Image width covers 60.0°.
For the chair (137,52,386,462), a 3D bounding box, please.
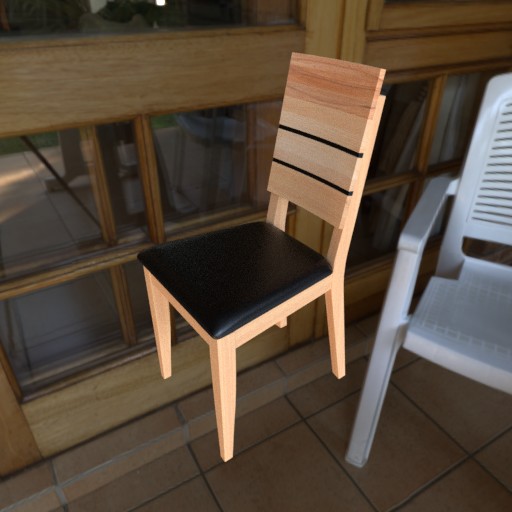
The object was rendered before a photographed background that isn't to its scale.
[{"bbox_3d":[0.000,0.000,1.197,0.520,0.940,0.410,-22,38,-30],"label":"chair"}]
